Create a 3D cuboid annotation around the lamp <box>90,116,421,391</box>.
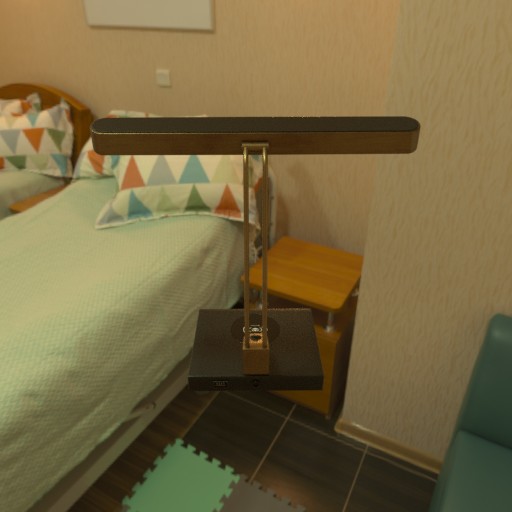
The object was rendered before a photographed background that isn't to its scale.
[{"bbox_3d":[0.000,0.000,0.595,0.412,0.345,0.156,0,30,0],"label":"lamp"}]
